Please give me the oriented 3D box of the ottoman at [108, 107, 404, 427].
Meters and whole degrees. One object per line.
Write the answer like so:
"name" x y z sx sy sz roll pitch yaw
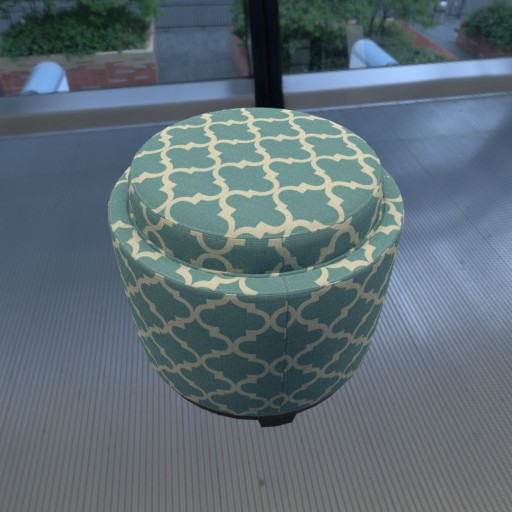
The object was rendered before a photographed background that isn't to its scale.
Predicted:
"ottoman" 0.000 0.000 0.819 0.480 0.429 0.480 0 42 0
